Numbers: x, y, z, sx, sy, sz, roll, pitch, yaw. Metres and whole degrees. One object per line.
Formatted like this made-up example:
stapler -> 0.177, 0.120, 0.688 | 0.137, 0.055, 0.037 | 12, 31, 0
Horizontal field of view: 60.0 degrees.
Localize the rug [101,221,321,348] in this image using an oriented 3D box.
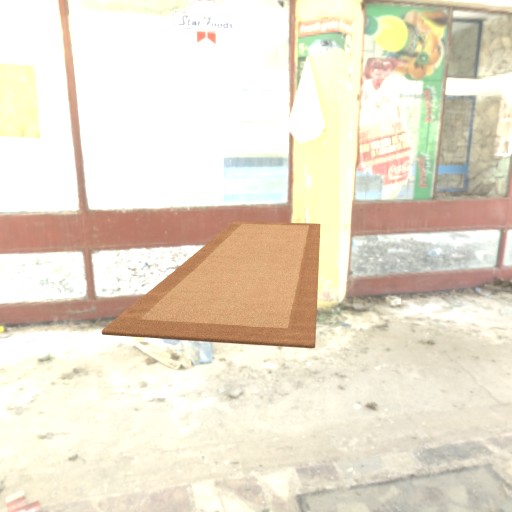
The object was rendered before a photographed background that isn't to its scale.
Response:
rug -> 0.000, 0.000, 2.695 | 0.764, 0.017, 2.439 | 2, 14, 8
